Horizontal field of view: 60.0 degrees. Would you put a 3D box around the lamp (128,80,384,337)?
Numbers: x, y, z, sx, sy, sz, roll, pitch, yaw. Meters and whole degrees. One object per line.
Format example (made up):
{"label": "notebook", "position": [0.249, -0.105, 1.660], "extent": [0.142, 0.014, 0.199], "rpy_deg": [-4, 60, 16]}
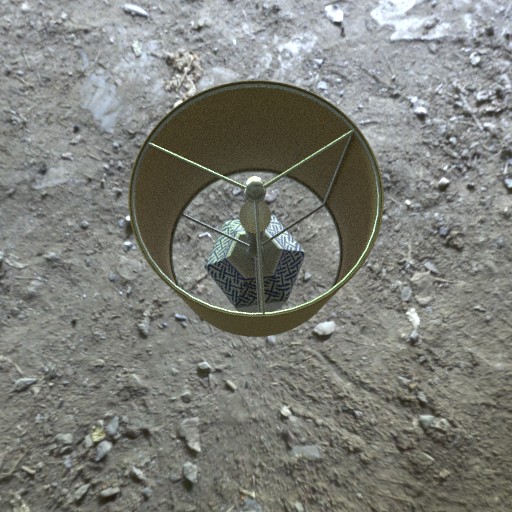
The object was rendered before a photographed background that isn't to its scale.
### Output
{"label": "lamp", "position": [0.000, 0.000, 0.865], "extent": [0.320, 0.682, 0.320], "rpy_deg": [-33, 78, -8]}
